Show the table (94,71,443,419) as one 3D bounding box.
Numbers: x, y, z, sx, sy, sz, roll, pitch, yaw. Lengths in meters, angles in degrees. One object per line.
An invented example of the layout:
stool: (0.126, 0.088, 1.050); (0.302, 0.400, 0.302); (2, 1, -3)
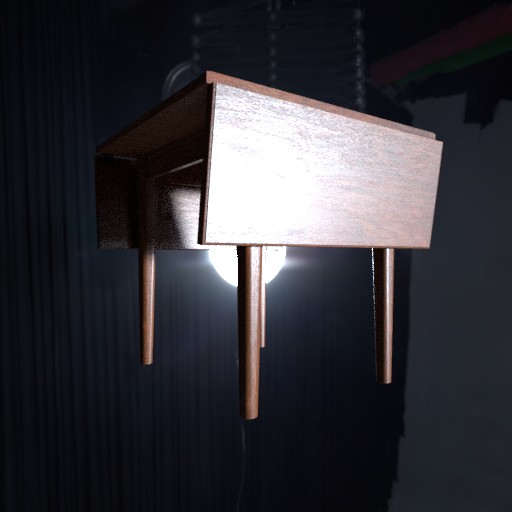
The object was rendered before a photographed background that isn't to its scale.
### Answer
table: (0.000, 0.000, 1.463); (0.812, 0.763, 0.843); (0, 0, -36)
